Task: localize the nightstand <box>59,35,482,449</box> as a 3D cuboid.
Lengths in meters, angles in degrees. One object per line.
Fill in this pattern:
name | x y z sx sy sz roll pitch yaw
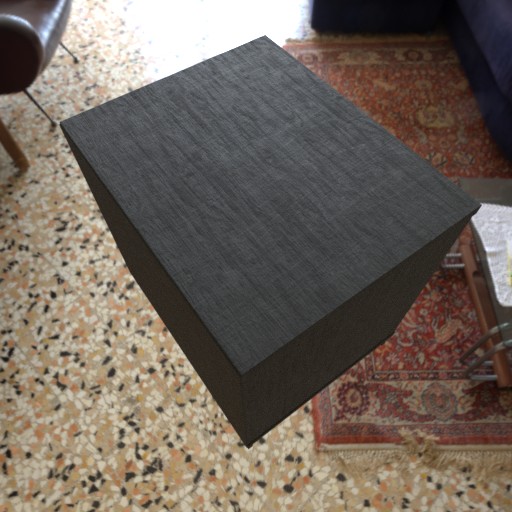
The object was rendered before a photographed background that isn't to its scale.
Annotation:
nightstand | 0.000 0.000 0.746 0.347 0.448 0.427 -32 63 -18
